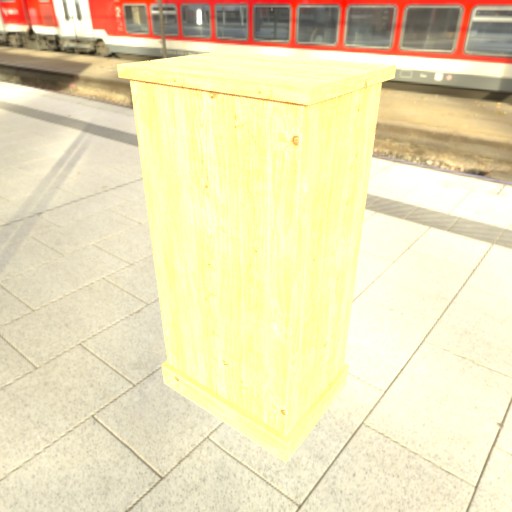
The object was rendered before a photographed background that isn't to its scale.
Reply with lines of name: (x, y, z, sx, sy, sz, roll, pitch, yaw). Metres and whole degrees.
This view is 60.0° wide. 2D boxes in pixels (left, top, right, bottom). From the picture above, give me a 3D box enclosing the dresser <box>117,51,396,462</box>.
dresser: (0.000, 0.000, 1.306, 0.531, 1.041, 0.390, 21, 36, 31)
